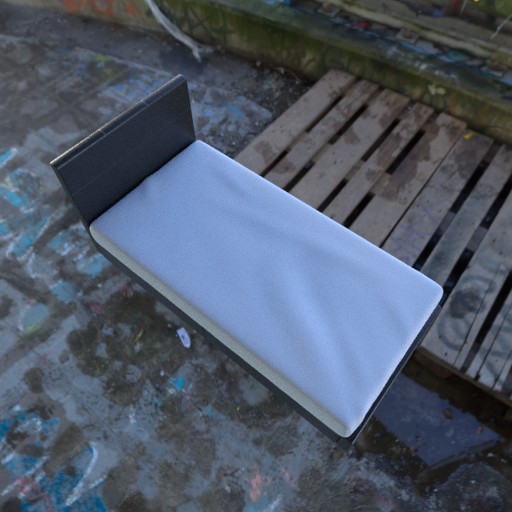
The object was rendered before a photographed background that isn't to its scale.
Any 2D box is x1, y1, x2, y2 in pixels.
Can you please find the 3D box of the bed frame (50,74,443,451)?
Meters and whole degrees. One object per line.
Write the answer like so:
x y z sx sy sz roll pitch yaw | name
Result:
0.000 0.000 2.565 2.152 1.046 1.038 34 64 20 | bed frame
